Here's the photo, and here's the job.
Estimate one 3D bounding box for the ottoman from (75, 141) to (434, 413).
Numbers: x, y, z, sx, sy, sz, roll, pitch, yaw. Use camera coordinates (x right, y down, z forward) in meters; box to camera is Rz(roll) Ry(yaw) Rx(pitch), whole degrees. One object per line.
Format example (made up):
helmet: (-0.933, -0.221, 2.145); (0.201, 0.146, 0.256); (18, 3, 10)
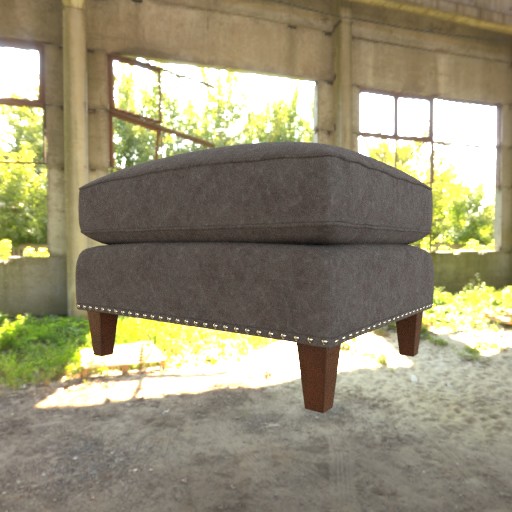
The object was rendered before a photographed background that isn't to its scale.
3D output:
ottoman: (0.000, 0.000, 1.147); (0.741, 0.513, 0.584); (1, 2, 37)
